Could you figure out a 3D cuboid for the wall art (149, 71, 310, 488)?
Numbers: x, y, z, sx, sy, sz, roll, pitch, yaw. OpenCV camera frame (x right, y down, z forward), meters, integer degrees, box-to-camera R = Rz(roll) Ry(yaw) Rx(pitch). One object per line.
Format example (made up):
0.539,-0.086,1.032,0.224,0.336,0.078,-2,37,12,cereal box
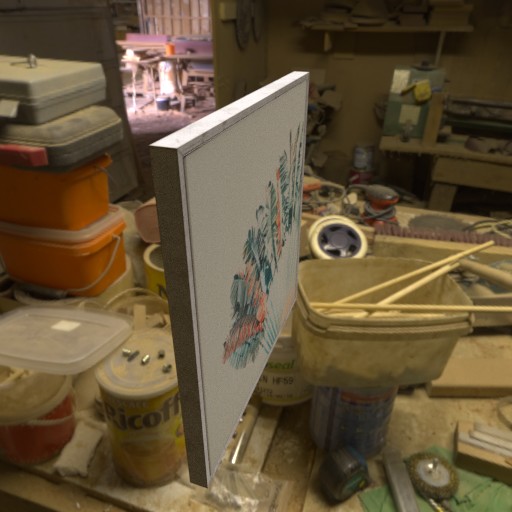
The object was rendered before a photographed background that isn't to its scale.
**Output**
0.000,0.000,0.735,0.029,0.506,0.508,10,32,17,wall art
